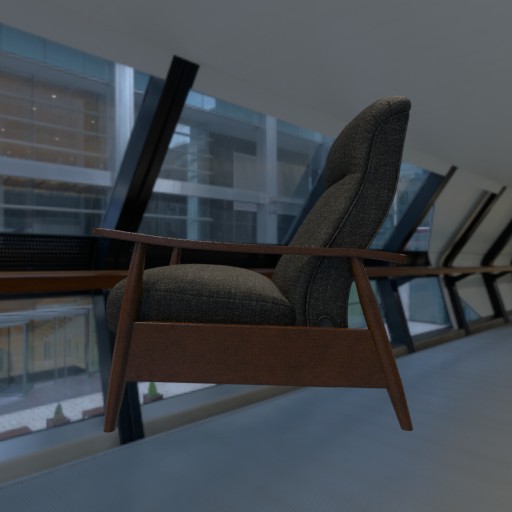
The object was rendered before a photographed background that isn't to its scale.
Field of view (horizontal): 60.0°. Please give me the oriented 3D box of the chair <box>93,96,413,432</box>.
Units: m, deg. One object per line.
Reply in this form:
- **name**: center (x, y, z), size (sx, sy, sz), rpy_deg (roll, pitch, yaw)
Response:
- **chair**: center (0.000, 0.000, 1.735), size (1.014, 1.082, 0.762), rpy_deg (0, 0, -1)
